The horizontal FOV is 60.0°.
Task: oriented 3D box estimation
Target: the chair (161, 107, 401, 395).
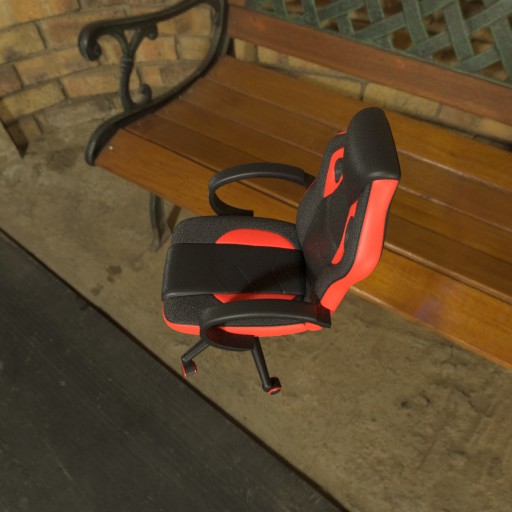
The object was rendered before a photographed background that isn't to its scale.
[{"bbox_3d":[0.000,0.000,1.410,0.642,1.016,0.600,0,57,0],"label":"chair"}]
